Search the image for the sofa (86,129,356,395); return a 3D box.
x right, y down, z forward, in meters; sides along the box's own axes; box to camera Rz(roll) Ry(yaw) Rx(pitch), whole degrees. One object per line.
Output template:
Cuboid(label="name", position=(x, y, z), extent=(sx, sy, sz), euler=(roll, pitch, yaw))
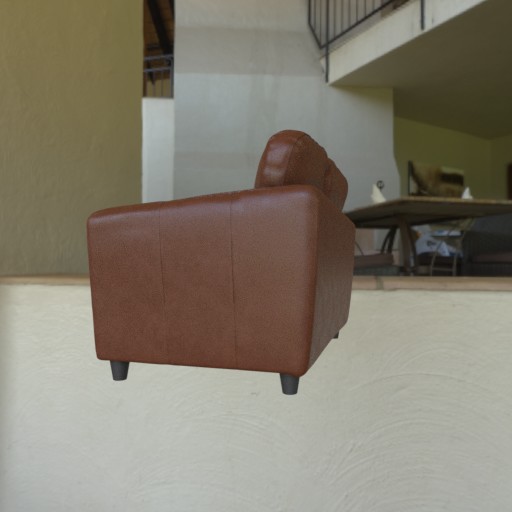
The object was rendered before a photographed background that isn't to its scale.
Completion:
Cuboid(label="sofa", position=(0.000, 0.000, 2.045), extent=(0.805, 0.906, 1.406), euler=(0, -1, 17))
